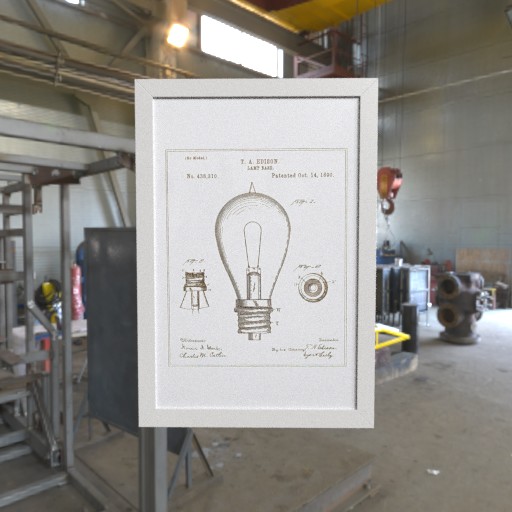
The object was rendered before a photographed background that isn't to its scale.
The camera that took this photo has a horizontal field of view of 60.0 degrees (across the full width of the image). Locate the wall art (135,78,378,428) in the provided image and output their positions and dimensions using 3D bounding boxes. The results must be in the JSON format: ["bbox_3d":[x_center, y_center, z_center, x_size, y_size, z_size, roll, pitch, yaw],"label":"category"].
[{"bbox_3d":[0.000,0.000,0.607,0.325,0.474,0.010,0,3,1],"label":"wall art"}]
